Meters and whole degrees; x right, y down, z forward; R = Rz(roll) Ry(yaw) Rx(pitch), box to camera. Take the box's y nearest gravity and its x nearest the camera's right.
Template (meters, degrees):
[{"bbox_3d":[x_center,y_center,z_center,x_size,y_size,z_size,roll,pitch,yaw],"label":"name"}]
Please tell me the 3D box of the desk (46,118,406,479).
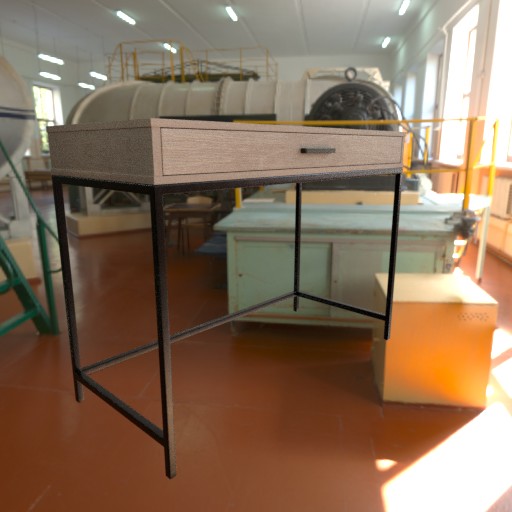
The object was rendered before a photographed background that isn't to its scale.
[{"bbox_3d":[0.000,0.000,1.388,0.470,0.762,1.016,13,19,42],"label":"desk"}]
